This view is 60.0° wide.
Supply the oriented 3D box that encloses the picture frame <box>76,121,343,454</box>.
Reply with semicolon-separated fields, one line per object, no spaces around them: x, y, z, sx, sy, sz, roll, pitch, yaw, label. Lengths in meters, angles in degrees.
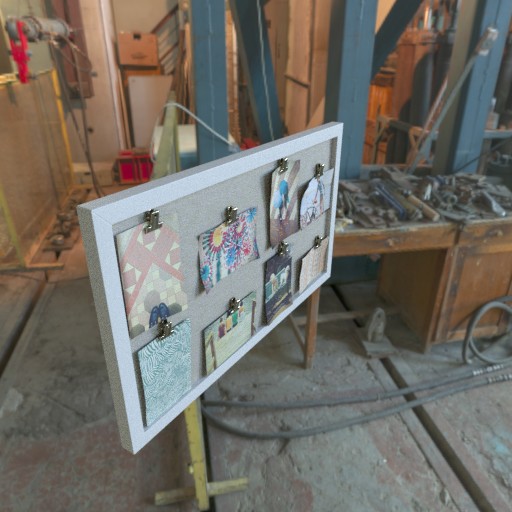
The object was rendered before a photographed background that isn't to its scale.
0.000;0.000;0.802;0.044;0.379;0.647;17;31;30;picture frame
